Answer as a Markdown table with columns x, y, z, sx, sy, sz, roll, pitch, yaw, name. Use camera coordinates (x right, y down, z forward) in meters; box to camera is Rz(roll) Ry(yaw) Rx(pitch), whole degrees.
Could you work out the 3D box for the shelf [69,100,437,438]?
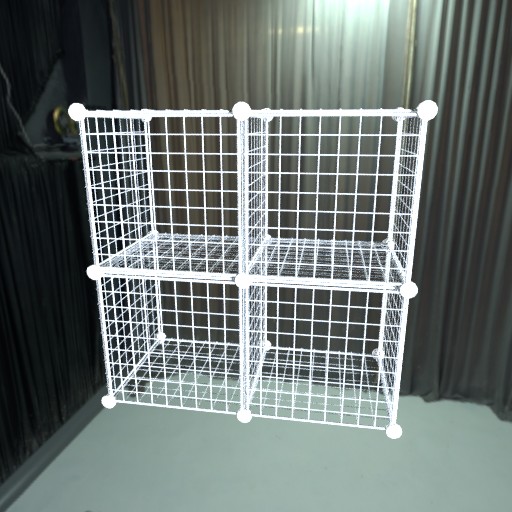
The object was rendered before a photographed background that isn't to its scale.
| x | y | z | sx | sy | sz | roll | pitch | yaw | name |
| --- | --- | --- | --- | --- | --- | --- | --- | --- | --- |
| 0.000 | 0.000 | 1.107 | 0.711 | 0.711 | 0.356 | 3 | 17 | 9 | shelf |
